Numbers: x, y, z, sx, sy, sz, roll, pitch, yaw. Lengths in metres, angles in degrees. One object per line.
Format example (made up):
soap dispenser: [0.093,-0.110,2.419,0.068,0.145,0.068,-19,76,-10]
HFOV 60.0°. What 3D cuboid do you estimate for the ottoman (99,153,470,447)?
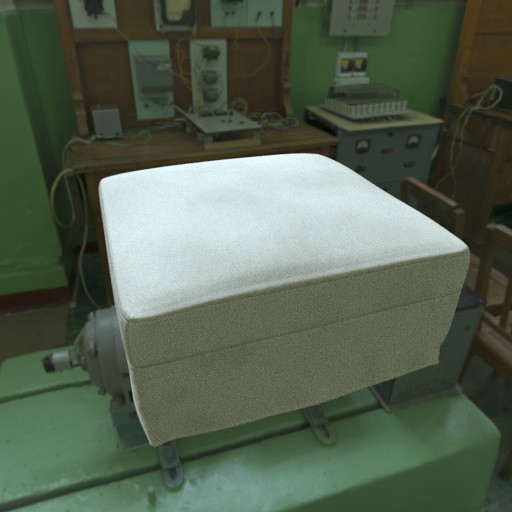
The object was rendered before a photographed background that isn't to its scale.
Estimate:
ottoman: [0.000,0.000,1.348,0.843,0.441,0.842,-10,32,-17]
